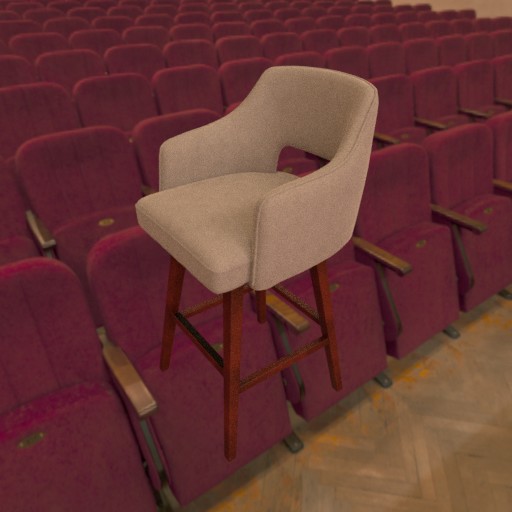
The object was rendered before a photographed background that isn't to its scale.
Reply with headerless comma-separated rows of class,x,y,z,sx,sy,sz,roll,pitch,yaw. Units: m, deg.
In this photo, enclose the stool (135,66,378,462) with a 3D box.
stool,0.000,0.000,1.354,0.558,1.012,0.548,-21,37,-30
